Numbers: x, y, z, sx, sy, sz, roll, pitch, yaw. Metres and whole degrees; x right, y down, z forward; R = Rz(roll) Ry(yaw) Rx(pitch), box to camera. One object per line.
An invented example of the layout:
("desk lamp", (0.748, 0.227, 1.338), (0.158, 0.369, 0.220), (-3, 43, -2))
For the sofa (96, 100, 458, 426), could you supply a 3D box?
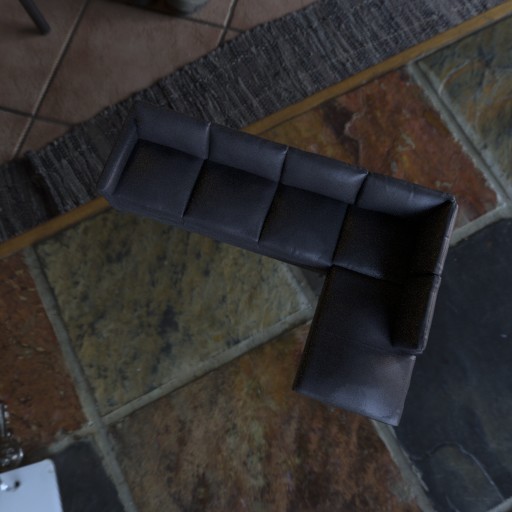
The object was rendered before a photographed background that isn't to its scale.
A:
("sofa", (0.000, 0.000, 3.823), (2.984, 0.877, 1.938), (18, 76, 5))
